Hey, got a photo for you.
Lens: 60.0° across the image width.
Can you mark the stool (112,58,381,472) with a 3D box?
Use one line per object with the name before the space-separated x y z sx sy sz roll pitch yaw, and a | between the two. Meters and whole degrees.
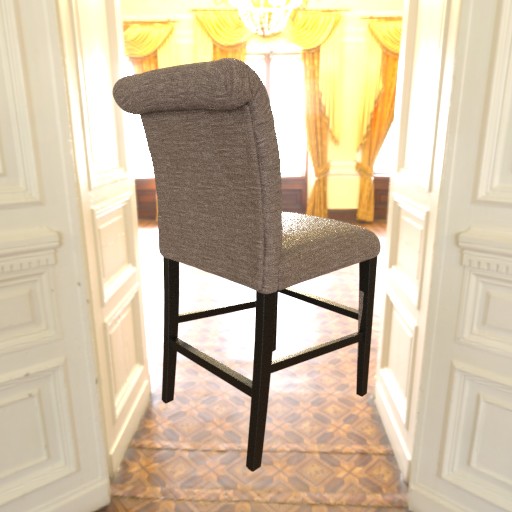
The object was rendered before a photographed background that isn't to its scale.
stool | 0.000 0.000 1.280 0.611 0.970 0.457 -15 21 -41
